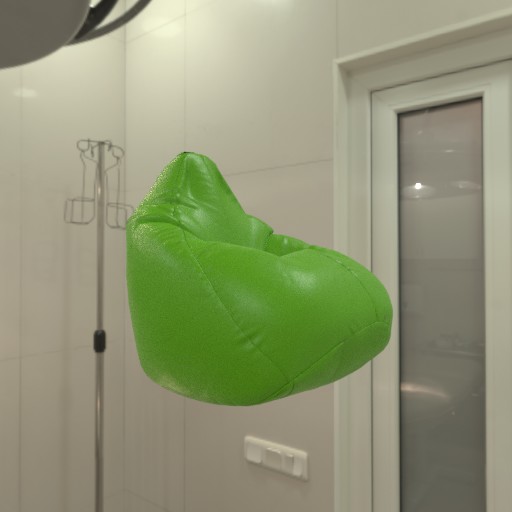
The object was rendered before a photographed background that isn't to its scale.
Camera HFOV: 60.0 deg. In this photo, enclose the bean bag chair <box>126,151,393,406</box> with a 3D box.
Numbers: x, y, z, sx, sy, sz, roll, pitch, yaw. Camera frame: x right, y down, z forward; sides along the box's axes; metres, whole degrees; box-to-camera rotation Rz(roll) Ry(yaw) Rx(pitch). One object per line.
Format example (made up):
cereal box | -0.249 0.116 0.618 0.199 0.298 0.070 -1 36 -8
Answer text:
bean bag chair | 0.000 0.000 1.885 1.070 0.990 1.070 0 -1 37
